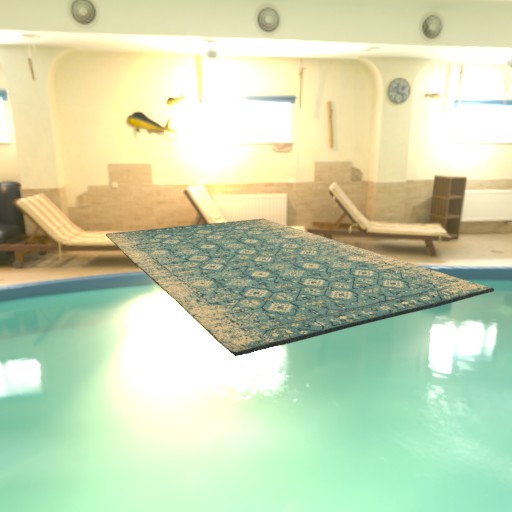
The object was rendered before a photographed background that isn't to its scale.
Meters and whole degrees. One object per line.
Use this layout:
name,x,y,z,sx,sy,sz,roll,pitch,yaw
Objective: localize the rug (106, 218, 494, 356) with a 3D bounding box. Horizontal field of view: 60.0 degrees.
rug,0.000,0.000,2.996,1.530,0.015,2.449,-8,17,-28
